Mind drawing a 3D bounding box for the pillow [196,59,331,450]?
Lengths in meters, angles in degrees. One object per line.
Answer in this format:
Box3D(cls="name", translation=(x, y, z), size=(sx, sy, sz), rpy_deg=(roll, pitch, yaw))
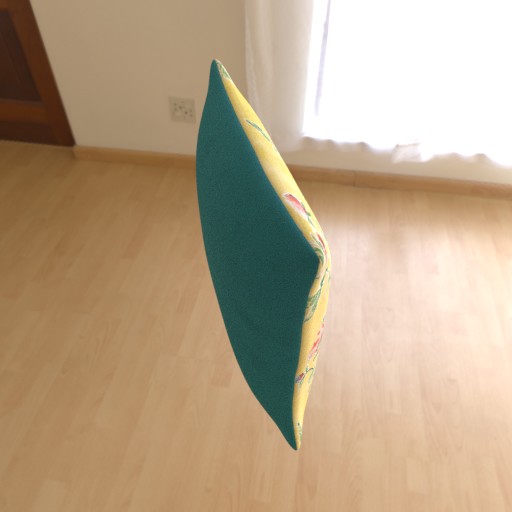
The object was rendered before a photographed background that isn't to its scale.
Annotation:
Box3D(cls="pillow", translation=(0.000, 0.000, 0.806), size=(0.166, 0.508, 0.525), rpy_deg=(-11, 47, -11))
